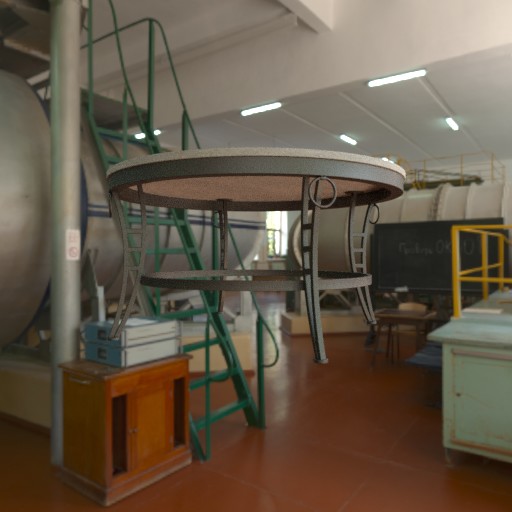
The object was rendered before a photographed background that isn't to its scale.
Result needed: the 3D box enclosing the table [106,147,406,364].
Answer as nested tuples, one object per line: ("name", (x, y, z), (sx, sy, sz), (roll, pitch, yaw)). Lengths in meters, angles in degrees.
("table", (0.000, 0.000, 1.392), (0.889, 0.470, 0.889), (0, 0, 0))
